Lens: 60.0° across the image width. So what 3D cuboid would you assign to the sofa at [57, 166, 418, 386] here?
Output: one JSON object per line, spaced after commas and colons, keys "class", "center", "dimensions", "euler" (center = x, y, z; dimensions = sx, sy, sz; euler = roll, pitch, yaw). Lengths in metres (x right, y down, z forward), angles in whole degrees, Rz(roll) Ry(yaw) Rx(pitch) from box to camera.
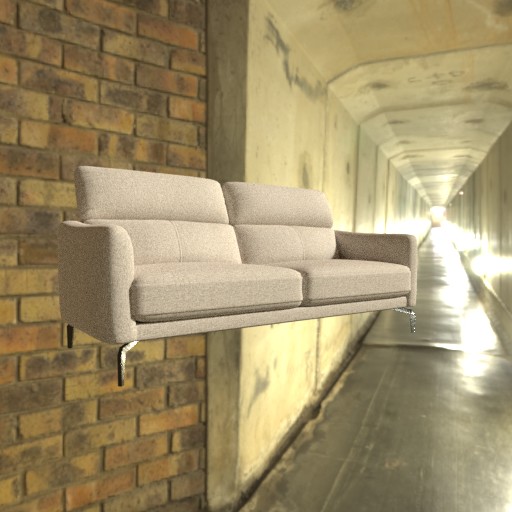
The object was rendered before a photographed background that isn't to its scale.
{"class": "sofa", "center": [0.000, 0.000, 2.529], "dimensions": [2.015, 0.956, 0.856], "euler": [-1, 1, -36]}
